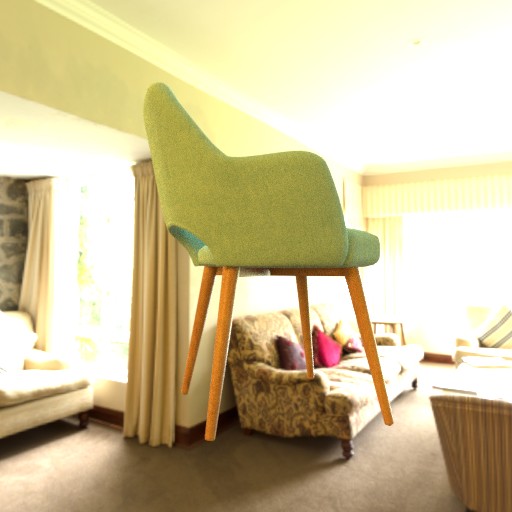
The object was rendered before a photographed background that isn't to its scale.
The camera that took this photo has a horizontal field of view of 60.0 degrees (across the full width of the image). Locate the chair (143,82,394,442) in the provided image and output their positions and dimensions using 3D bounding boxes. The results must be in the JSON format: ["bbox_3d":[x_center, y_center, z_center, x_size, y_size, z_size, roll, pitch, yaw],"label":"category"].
[{"bbox_3d":[0.000,0.000,1.235,0.610,0.840,0.590,0,-1,-18],"label":"chair"}]
